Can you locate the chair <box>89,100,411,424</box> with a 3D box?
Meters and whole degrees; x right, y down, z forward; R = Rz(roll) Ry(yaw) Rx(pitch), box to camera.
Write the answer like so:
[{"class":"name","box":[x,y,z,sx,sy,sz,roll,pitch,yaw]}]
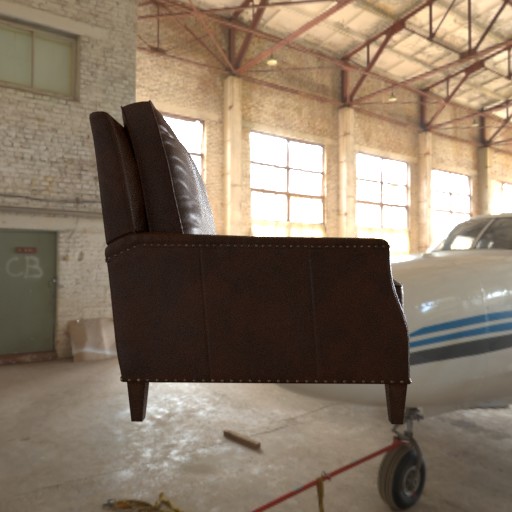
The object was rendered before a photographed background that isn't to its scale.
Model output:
[{"class":"chair","box":[0.000,0.000,1.791,1.035,1.054,0.854,0,-1,2]}]
